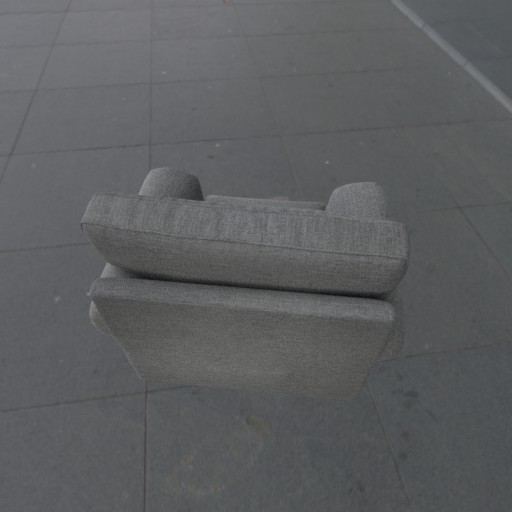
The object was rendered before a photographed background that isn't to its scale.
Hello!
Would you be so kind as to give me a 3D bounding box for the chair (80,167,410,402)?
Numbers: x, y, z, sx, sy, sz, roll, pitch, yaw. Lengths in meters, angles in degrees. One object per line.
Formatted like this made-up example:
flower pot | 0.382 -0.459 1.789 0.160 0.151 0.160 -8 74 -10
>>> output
chair | 0.000 0.000 1.835 1.092 0.961 0.965 5 47 4
